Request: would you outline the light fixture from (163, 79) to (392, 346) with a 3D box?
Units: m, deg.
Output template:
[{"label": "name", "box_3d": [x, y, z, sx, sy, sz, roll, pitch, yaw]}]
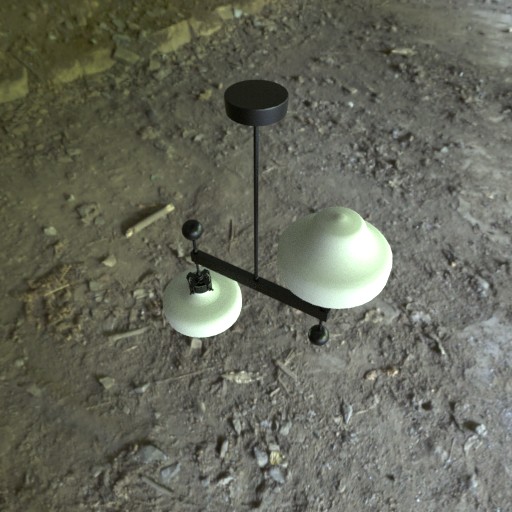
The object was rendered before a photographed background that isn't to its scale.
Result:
[{"label": "light fixture", "box_3d": [0.000, 0.000, 0.970, 0.489, 0.743, 0.422, -5, 46, -5]}]
